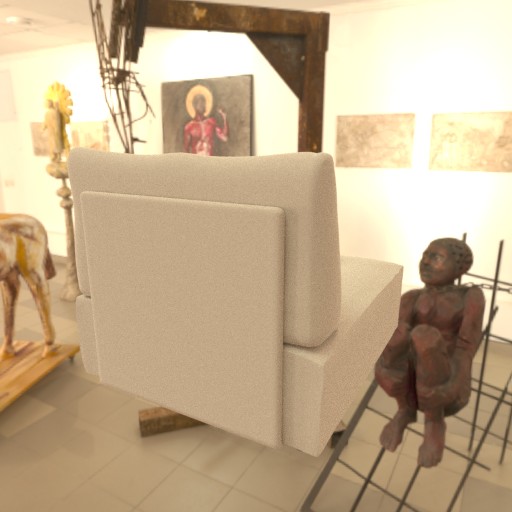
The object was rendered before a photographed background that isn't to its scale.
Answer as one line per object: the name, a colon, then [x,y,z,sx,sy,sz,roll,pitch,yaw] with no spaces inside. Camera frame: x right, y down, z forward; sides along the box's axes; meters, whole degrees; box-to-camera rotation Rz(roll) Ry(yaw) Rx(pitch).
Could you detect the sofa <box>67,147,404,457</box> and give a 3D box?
sofa: [0.000,0.000,1.713,0.935,0.828,1.000,8,17,28]
